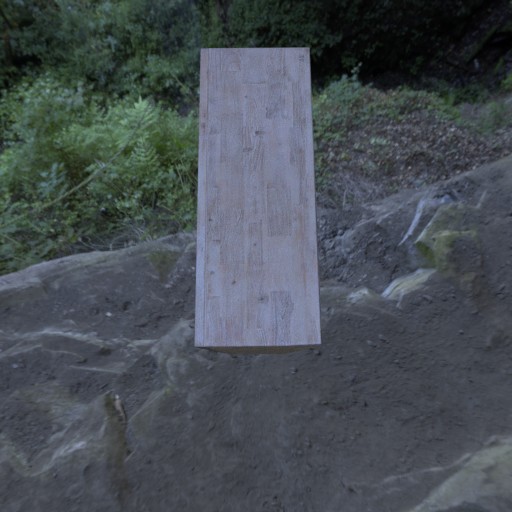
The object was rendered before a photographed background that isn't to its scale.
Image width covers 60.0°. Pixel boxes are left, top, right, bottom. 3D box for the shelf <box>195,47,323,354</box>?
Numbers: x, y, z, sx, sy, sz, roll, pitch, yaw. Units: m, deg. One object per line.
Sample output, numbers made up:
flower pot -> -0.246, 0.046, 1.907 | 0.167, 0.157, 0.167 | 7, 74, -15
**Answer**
shelf -> 0.000, 0.000, 1.763 | 0.308, 1.471, 0.748 | -1, 77, 0
